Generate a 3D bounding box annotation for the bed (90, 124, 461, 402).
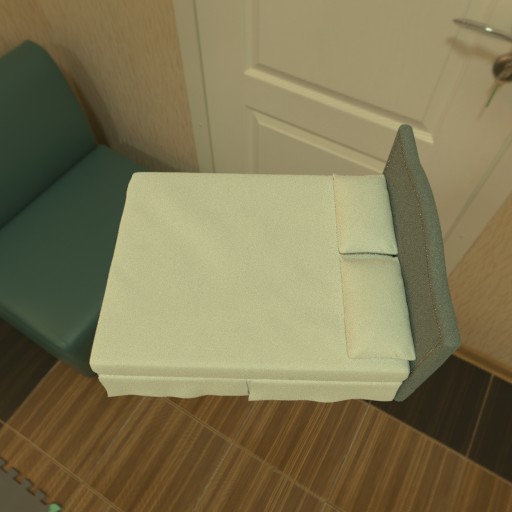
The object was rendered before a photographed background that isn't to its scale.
[{"bbox_3d":[0.000,0.000,3.910,2.689,1.457,2.161,1,58,1],"label":"bed"}]
